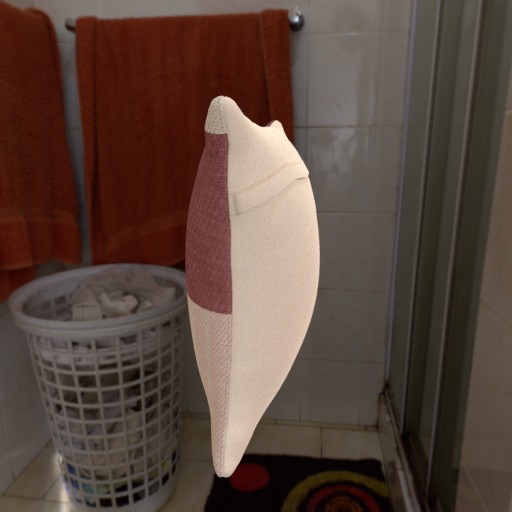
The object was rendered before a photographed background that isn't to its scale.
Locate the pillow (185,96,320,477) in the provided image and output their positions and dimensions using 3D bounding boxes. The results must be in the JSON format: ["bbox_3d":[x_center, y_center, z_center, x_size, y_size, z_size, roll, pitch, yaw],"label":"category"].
[{"bbox_3d":[0.000,0.000,0.803,0.229,0.506,0.536,3,15,9],"label":"pillow"}]
